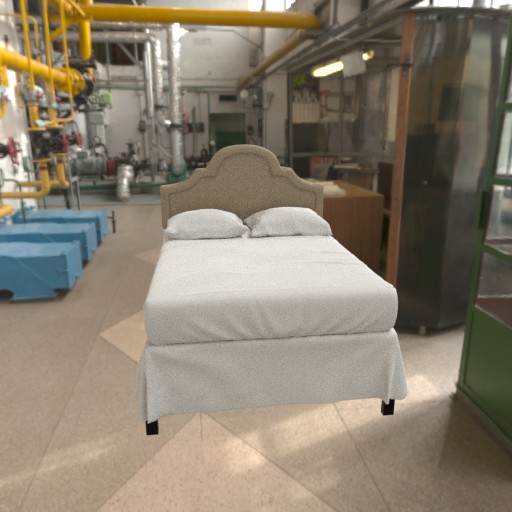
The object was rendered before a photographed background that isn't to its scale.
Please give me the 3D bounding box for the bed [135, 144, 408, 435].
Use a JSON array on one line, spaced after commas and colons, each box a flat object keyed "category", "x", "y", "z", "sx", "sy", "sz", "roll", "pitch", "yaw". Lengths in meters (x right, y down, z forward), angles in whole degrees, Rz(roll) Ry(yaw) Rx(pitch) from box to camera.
[{"category": "bed", "x": 0.000, "y": 0.000, "z": 3.505, "sx": 1.780, "sy": 1.634, "sz": 2.222, "roll": -2, "pitch": 17, "yaw": -7}]
